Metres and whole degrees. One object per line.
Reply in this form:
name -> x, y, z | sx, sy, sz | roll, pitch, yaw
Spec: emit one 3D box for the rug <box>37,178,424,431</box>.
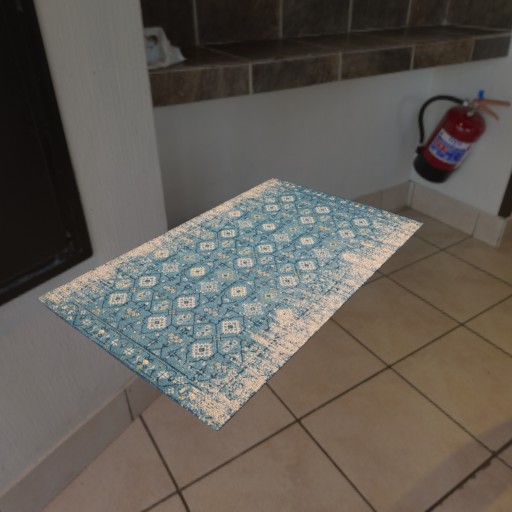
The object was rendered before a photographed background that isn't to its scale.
rug -> 0.000, 0.000, 2.287 | 1.102, 0.008, 1.795 | 23, 39, 32
